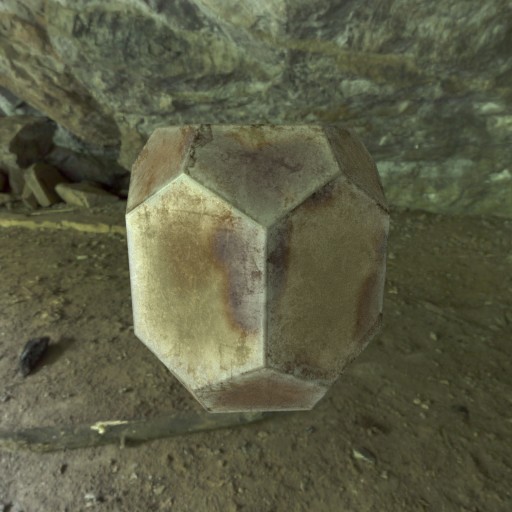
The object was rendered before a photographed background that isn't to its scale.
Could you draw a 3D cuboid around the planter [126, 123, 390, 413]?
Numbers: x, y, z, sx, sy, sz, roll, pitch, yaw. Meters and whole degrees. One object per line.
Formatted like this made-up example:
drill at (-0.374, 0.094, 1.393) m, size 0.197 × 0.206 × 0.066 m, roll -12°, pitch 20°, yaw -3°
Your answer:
planter at (0.000, 0.000, 0.424) m, size 0.243 × 0.238 × 0.221 m, roll 7°, pitch 16°, yaw 26°
